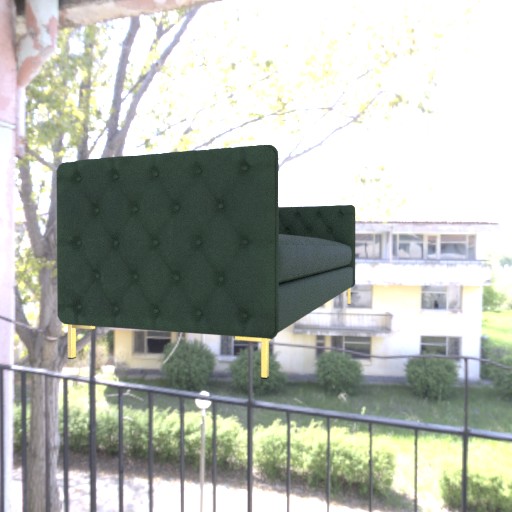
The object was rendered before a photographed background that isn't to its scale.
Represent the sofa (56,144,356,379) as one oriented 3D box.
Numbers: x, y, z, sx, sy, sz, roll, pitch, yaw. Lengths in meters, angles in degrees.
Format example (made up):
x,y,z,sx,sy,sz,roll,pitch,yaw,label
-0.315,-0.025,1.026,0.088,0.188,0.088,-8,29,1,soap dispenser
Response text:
x,y,z,sx,sy,sz,roll,pitch,yaw,label
0.000,0.000,2.572,0.895,0.771,2.209,0,1,19,sofa
